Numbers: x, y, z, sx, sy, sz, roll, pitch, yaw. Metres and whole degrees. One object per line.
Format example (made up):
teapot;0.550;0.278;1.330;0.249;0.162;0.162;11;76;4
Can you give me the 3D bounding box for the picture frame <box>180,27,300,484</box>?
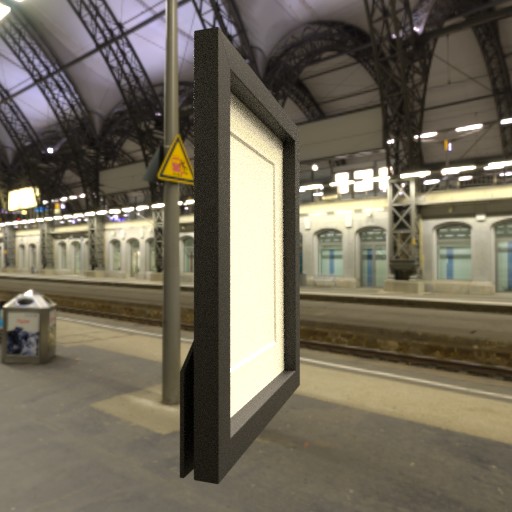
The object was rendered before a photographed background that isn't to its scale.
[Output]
picture frame;0.000;0.000;0.521;0.036;0.383;0.307;0;-1;18
